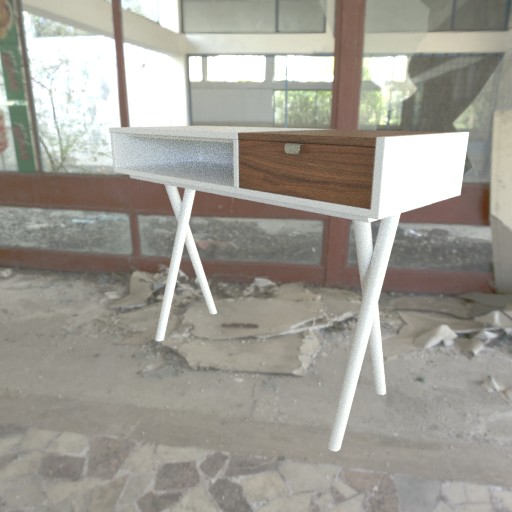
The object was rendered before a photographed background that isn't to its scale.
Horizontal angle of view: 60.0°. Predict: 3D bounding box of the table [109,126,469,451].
[{"bbox_3d":[0.000,0.000,1.427,0.418,0.785,1.066,-17,24,-42],"label":"table"}]
